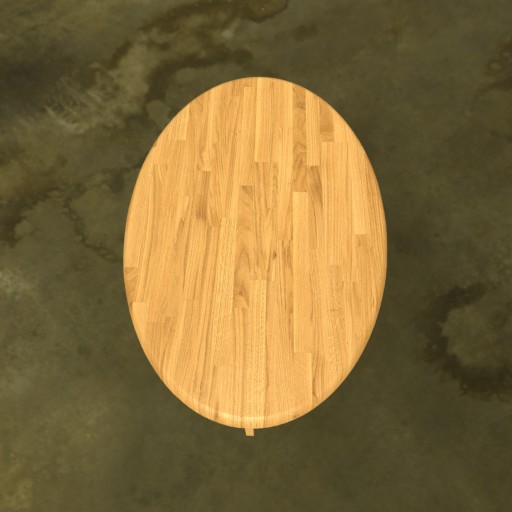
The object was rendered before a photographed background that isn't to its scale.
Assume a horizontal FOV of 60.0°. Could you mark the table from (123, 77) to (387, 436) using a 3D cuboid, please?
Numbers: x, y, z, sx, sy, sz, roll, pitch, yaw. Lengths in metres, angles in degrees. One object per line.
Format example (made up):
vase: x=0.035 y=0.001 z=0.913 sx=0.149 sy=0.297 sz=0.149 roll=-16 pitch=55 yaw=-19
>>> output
table: x=0.000 y=0.000 z=1.388 sx=0.690 sy=0.490 sz=1.040 roll=2 pitch=65 yaw=1
